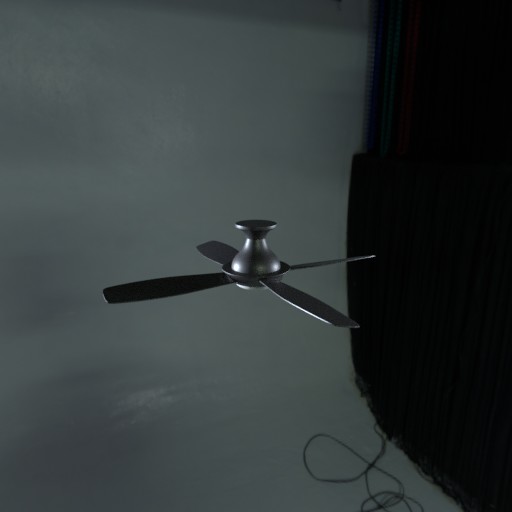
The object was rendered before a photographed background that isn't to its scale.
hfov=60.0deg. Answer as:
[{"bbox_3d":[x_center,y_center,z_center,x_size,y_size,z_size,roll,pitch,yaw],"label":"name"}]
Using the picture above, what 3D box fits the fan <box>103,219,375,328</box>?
[{"bbox_3d":[0.000,0.000,2.540,1.694,0.382,1.694,-7,17,-26],"label":"fan"}]
